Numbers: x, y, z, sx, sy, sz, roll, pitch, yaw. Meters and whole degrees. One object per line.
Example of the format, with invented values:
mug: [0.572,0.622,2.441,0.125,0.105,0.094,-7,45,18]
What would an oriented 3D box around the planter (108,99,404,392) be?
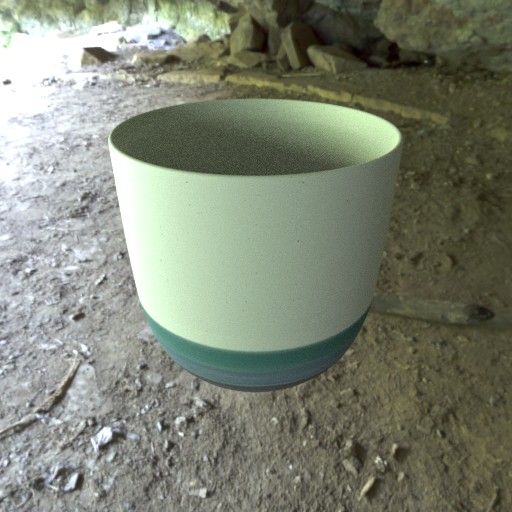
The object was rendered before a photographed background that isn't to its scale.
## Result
planter: [0.000,0.000,0.371,0.204,0.214,0.204,0,30,0]
